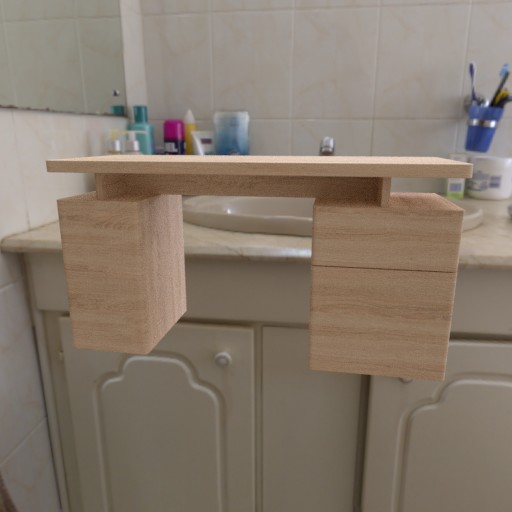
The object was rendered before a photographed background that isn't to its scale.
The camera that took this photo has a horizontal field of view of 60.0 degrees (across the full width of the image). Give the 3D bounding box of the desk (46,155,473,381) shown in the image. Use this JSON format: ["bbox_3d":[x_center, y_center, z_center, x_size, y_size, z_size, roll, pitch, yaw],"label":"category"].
[{"bbox_3d":[0.000,0.000,1.768,1.400,0.760,0.550,3,15,10],"label":"desk"}]
